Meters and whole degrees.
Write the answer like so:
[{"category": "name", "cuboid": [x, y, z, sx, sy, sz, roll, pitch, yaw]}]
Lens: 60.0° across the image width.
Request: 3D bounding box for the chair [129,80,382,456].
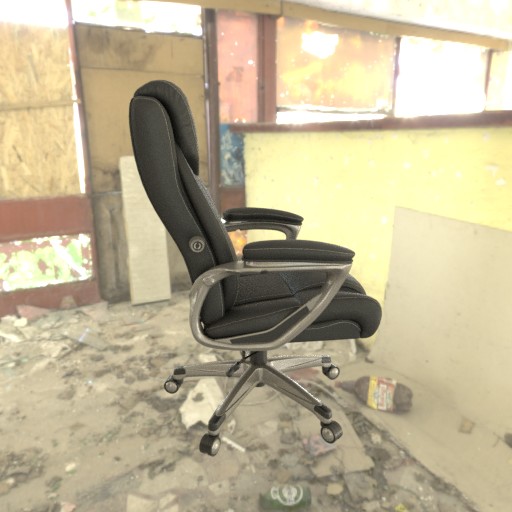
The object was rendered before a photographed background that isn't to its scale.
[{"category": "chair", "cuboid": [0.000, 0.000, 1.621, 0.784, 1.167, 0.741, -2, 15, -9]}]
